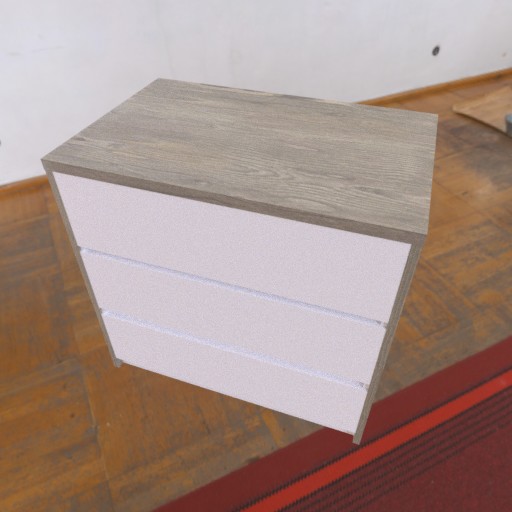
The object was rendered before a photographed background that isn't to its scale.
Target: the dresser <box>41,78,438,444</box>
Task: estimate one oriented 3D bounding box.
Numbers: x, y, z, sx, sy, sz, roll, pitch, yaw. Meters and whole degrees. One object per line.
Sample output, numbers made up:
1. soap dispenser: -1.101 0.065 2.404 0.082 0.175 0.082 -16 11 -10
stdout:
1. dresser: 0.000 0.000 1.302 0.809 0.762 0.529 13 43 14
